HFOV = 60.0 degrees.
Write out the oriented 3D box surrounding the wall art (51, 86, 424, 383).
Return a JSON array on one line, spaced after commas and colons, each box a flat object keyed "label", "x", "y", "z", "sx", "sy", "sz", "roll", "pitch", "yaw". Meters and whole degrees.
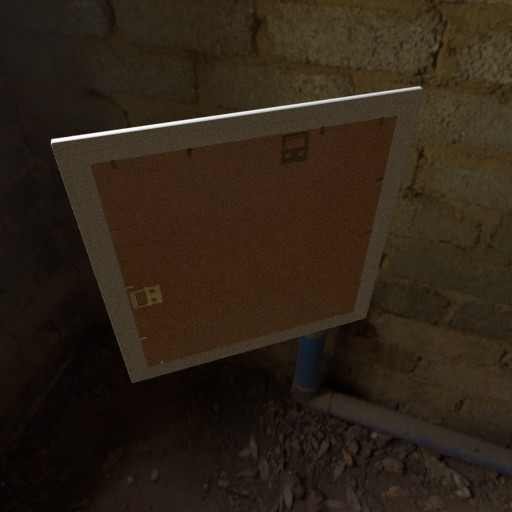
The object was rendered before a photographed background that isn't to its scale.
[{"label": "wall art", "x": 0.000, "y": 0.000, "z": 0.862, "sx": 0.584, "sy": 0.584, "sz": 0.013, "roll": -13, "pitch": 44, "yaw": -14}]
